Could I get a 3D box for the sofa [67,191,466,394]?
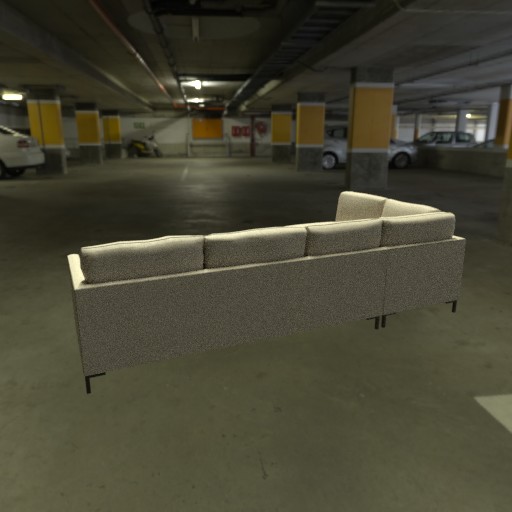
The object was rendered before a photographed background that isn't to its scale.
[{"bbox_3d":[0.000,0.000,4.339,3.384,0.996,2.048,-7,16,-24],"label":"sofa"}]
